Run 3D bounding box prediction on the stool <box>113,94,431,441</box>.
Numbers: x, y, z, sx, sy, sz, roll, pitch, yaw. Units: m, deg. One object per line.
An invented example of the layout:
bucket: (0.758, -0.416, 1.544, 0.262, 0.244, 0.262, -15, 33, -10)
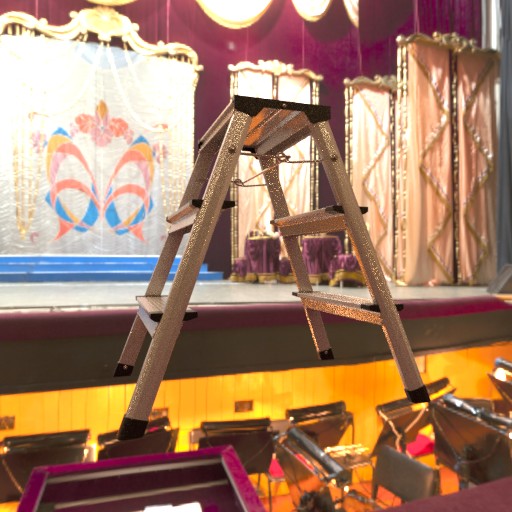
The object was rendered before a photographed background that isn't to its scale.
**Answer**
stool: (0.000, 0.000, 1.025, 0.622, 0.605, 0.437, 0, 0, -19)
